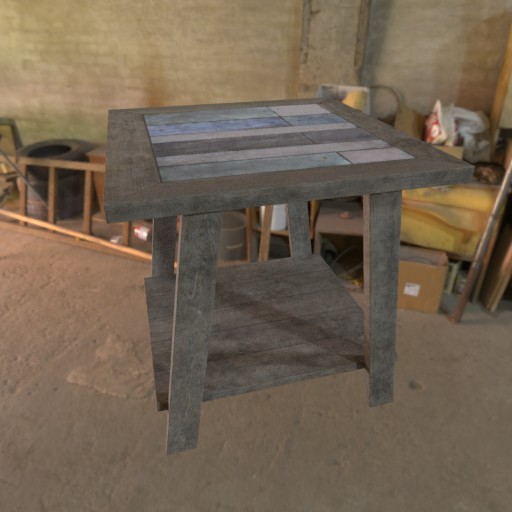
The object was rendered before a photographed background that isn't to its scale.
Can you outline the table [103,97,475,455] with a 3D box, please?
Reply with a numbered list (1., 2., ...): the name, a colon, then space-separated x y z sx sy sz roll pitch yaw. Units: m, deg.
1. table: 0.000 0.000 1.096 0.610 0.610 0.610 -8 32 -13
